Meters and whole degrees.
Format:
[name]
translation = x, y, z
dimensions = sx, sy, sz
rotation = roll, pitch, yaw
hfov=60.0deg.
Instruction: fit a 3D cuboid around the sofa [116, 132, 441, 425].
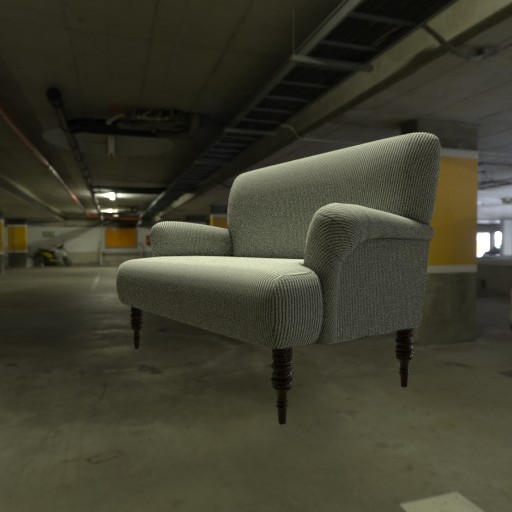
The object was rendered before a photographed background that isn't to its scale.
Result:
[sofa]
translation = 0.000, 0.000, 1.810
dimensions = 0.779, 0.889, 1.297
rotation = -1, 2, -36
